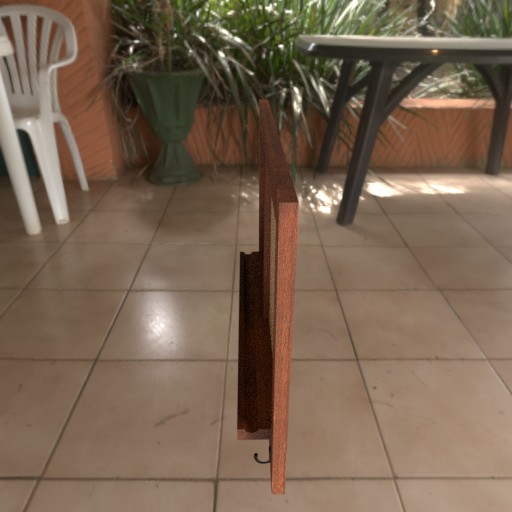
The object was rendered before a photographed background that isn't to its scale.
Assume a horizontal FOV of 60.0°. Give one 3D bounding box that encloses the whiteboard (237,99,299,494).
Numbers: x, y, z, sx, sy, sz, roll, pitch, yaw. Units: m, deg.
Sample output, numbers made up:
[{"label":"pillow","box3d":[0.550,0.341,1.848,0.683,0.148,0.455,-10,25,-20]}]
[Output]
[{"label":"whiteboard","box3d":[0.000,0.000,0.995,0.083,0.553,0.768,-1,28,-1]}]
